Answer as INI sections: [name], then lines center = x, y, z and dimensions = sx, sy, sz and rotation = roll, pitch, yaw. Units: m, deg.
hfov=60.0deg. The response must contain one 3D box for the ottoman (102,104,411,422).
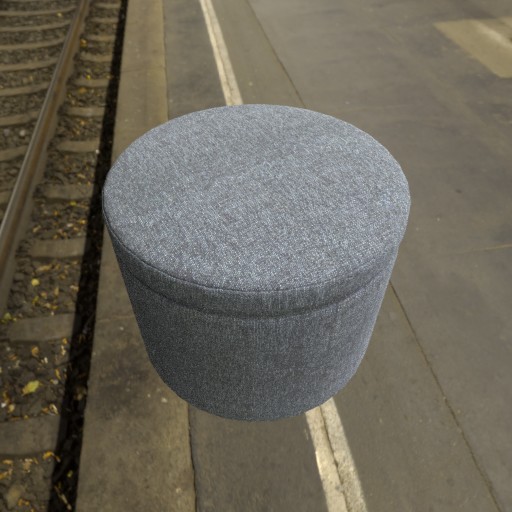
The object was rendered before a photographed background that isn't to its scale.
[ottoman]
center = 0.000, 0.000, 0.864
dimensions = 0.500, 0.419, 0.500
rotation = 0, 46, 0
